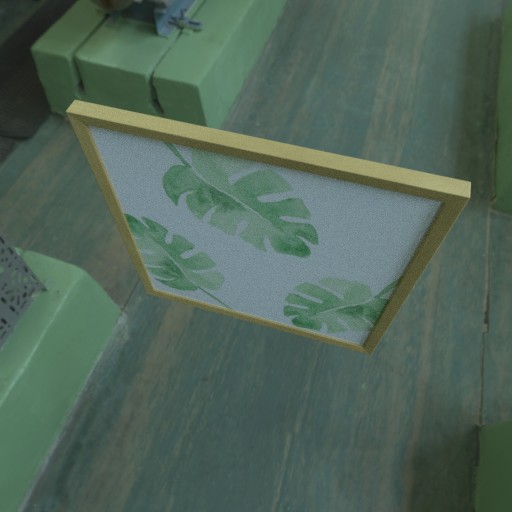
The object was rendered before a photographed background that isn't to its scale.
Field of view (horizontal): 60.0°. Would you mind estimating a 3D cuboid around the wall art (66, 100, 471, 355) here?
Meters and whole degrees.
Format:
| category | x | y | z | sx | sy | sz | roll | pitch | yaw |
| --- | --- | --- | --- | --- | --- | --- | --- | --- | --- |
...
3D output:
| category | x | y | z | sx | sy | sz | roll | pitch | yaw |
| --- | --- | --- | --- | --- | --- | --- | --- | --- | --- |
| wall art | 0.000 | 0.000 | 1.135 | 0.763 | 0.763 | 0.037 | 14 | 59 | 9 |
